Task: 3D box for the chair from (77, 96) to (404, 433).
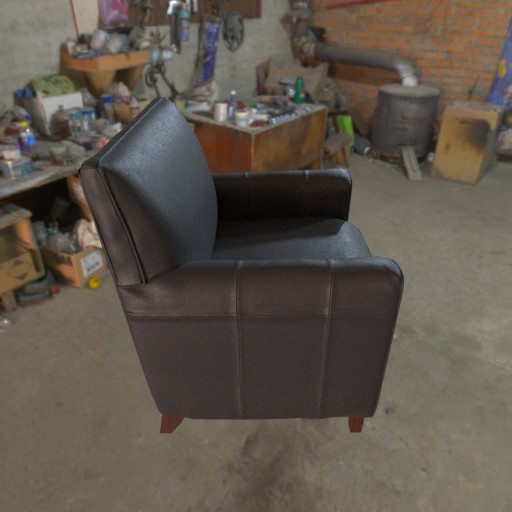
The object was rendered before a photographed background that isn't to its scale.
[{"bbox_3d":[0.000,0.000,1.568,0.825,0.943,0.870,0,30,0],"label":"chair"}]
